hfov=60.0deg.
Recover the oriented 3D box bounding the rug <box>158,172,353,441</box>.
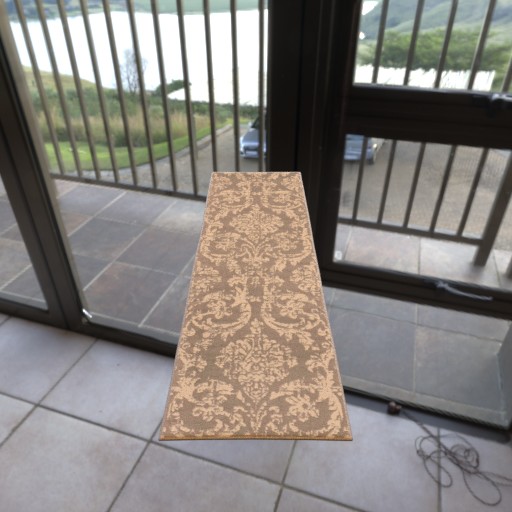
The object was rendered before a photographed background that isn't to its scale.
[{"bbox_3d":[0.000,0.000,2.404,0.662,0.011,2.196,0,35,0],"label":"rug"}]
